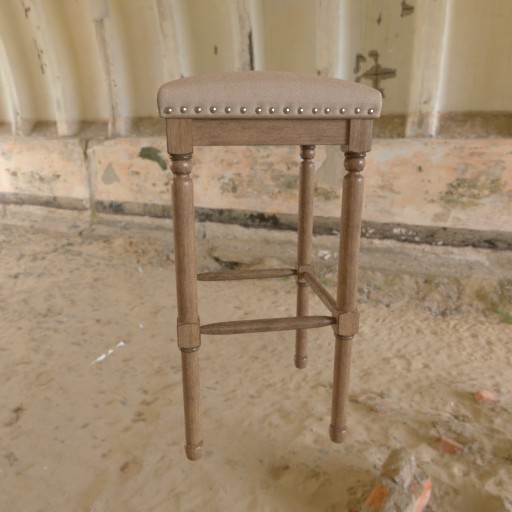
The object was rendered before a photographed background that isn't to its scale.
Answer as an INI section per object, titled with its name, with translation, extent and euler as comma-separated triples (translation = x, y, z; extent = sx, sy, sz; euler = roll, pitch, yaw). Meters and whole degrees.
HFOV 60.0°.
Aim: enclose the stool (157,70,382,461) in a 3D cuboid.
[stool]
translation = 0.000, 0.000, 0.998
extent = 0.383, 0.768, 0.382
euler = -3, 17, -9
